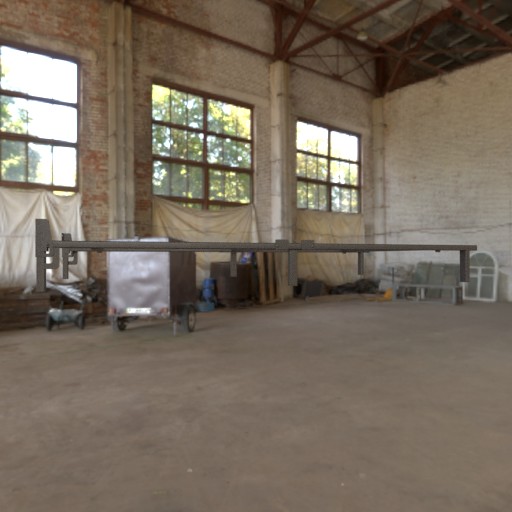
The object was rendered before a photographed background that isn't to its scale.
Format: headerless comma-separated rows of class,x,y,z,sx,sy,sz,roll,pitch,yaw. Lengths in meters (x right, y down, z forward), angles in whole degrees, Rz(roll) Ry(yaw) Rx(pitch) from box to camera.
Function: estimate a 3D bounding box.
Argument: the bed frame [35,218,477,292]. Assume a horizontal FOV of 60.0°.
bed frame,0.000,0.000,2.257,1.897,0.248,0.968,0,0,-18
